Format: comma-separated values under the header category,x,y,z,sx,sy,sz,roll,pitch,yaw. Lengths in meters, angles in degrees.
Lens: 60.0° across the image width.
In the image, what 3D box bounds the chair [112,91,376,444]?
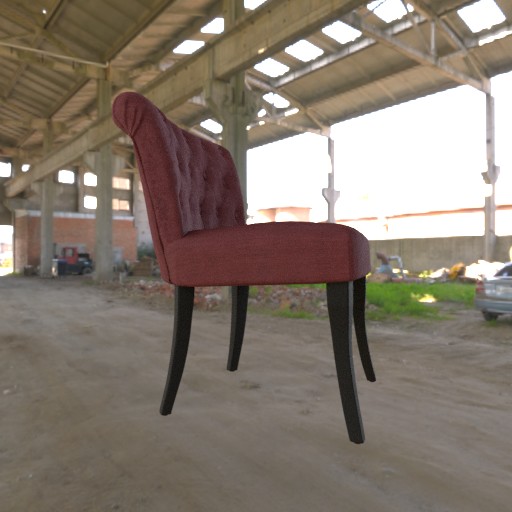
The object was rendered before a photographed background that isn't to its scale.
category,x,y,z,sx,sy,sz,roll,pitch,yaw
chair,0.000,0.000,1.195,0.605,0.750,0.582,0,0,18
